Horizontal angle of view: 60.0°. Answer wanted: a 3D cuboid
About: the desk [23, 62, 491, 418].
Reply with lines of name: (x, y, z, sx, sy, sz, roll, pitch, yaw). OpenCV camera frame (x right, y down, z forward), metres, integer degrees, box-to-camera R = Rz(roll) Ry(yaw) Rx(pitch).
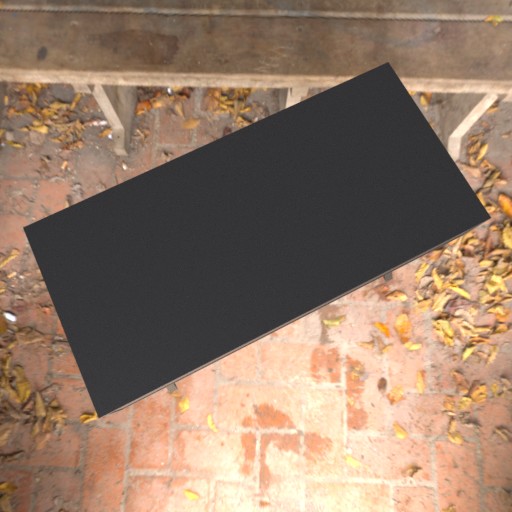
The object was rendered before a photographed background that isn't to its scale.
desk: (0.000, 0.000, 1.488, 1.057, 0.780, 0.525, -26, 78, -6)
